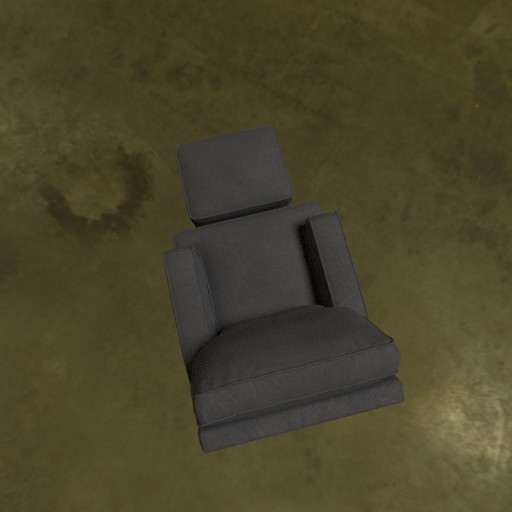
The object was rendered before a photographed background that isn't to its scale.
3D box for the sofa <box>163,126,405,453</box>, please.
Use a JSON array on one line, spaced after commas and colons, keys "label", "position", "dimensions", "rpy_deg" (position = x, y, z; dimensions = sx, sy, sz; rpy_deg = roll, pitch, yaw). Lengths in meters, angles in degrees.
[{"label": "sofa", "position": [0.000, 0.000, 2.086], "dimensions": [0.861, 0.959, 1.472], "rpy_deg": [-13, 76, -3]}]
